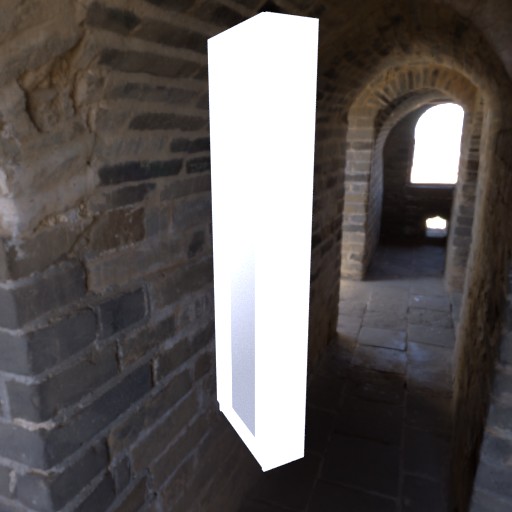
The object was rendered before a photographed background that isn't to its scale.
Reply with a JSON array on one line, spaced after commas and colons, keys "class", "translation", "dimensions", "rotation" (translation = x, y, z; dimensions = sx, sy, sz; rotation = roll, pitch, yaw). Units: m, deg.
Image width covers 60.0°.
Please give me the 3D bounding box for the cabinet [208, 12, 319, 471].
[{"class": "cabinet", "translation": [0.000, 0.000, 1.931], "dimensions": [0.230, 1.790, 0.500], "rotation": [-8, 17, -26]}]
